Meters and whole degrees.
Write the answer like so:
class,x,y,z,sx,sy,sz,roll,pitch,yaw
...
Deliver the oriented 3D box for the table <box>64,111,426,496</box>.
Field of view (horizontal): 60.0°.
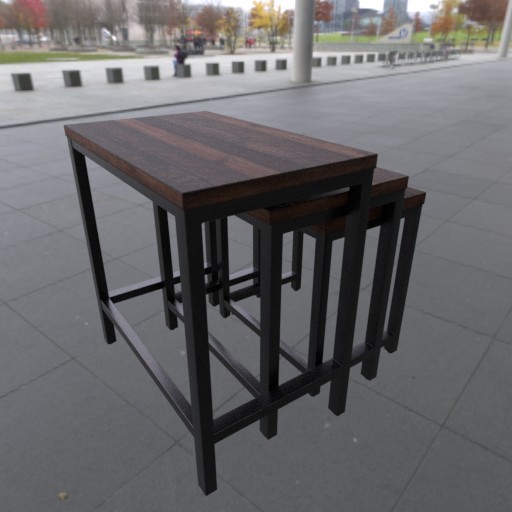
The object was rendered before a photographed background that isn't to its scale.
class,x,y,z,sx,sy,sz,roll,pitch,yaw
table,0.000,0.000,1.105,0.660,0.616,0.608,-17,31,-31
